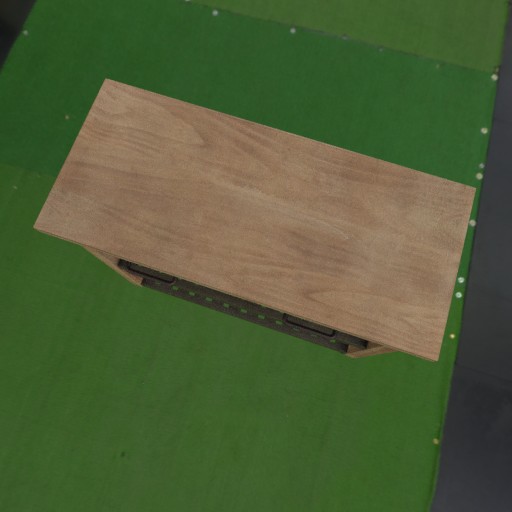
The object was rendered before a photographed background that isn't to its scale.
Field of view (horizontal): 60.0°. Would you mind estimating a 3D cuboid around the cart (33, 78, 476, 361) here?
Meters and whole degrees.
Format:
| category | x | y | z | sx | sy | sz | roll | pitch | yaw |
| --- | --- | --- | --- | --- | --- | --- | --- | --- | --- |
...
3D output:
| category | x | y | z | sx | sy | sz | roll | pitch | yaw |
| --- | --- | --- | --- | --- | --- | --- | --- | --- | --- |
| cart | 0.000 | 0.000 | 0.968 | 0.686 | 0.554 | 0.298 | 18 | 76 | 5 |
